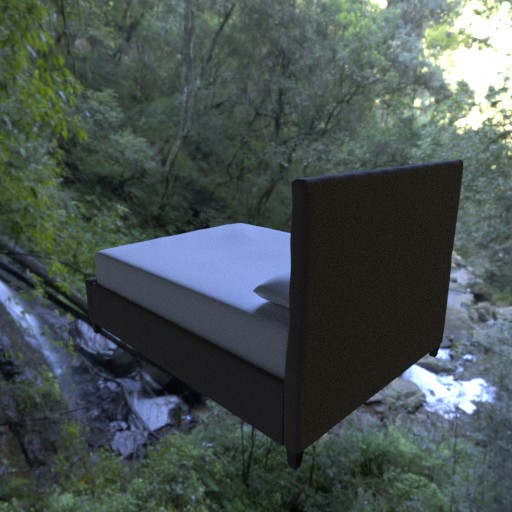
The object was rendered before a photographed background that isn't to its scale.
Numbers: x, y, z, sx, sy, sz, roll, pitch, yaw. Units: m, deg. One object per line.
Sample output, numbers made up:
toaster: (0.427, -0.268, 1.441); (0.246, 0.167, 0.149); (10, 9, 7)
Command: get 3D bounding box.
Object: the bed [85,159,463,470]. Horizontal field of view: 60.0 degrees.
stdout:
bed: (0.000, 0.000, 3.282); (1.696, 1.426, 2.233); (-15, 22, -43)
